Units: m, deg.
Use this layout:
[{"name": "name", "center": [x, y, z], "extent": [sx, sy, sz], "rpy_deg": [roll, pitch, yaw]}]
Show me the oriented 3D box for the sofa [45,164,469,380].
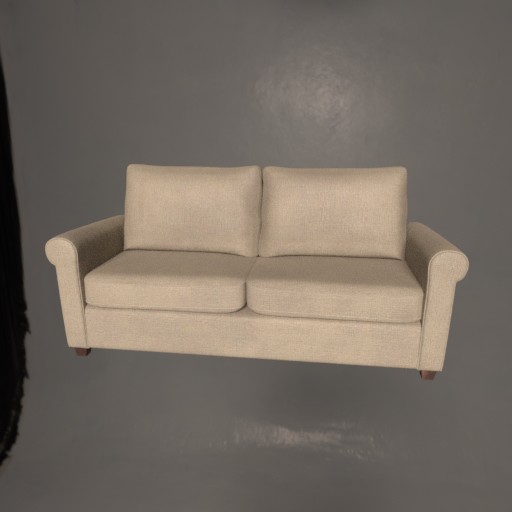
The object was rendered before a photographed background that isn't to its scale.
[{"name": "sofa", "center": [0.000, 0.000, 2.427], "extent": [1.935, 0.942, 0.842], "rpy_deg": [2, 16, 7]}]
